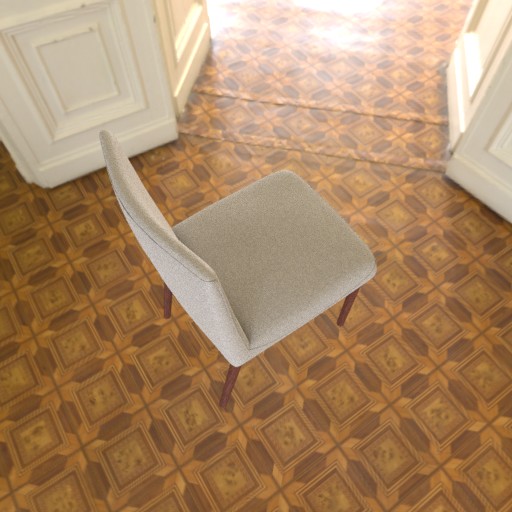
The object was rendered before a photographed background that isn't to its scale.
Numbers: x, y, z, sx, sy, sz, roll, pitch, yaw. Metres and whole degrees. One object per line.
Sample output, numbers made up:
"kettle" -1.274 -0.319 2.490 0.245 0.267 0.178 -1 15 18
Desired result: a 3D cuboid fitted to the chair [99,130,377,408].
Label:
"chair" 0.000 0.000 1.230 0.570 0.859 0.456 -30 63 -17
